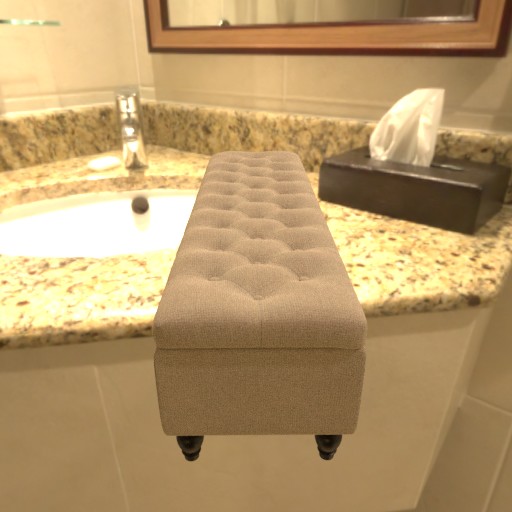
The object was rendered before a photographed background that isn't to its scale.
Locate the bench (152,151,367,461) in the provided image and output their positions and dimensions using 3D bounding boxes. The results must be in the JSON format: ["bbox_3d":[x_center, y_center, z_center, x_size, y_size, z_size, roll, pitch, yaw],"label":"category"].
[{"bbox_3d":[0.000,0.000,1.636,0.455,0.467,1.480,0,26,0],"label":"bench"}]
